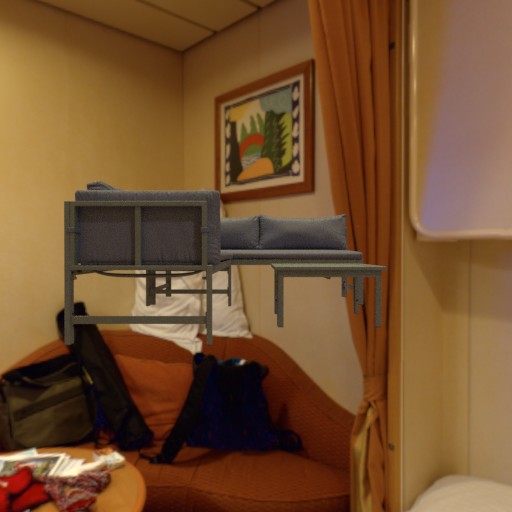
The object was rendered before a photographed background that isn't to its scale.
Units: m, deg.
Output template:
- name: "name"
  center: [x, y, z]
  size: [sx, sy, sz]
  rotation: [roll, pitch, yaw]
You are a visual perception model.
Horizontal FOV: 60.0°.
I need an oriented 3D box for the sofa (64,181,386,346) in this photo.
- name: "sofa"
  center: [0.000, 0.000, 2.985]
  size: [1.658, 0.762, 2.149]
  rotation: [0, 0, 0]
